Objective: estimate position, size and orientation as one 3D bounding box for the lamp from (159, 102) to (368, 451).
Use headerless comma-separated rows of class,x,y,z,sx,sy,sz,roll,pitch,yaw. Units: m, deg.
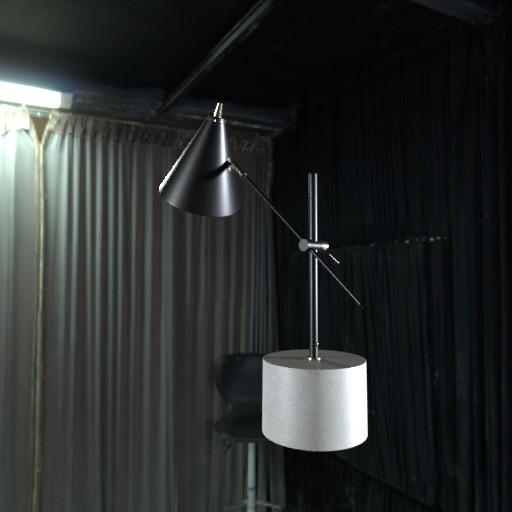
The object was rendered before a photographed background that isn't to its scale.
lamp,0.000,0.000,0.730,0.214,0.518,0.403,1,-2,-34
